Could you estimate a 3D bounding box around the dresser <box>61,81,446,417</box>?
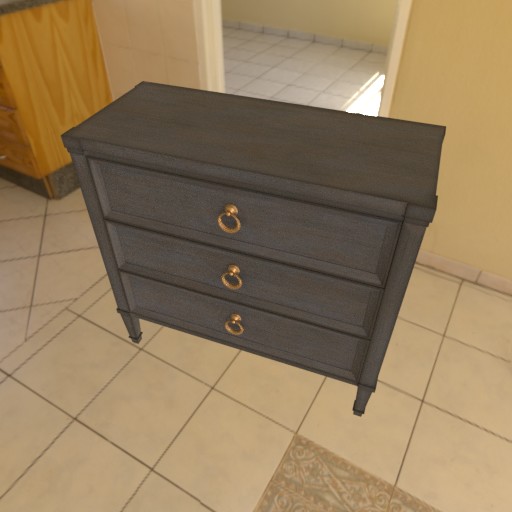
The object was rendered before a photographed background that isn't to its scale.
[{"bbox_3d":[0.000,0.000,1.636,1.049,0.986,0.463,14,44,15],"label":"dresser"}]
